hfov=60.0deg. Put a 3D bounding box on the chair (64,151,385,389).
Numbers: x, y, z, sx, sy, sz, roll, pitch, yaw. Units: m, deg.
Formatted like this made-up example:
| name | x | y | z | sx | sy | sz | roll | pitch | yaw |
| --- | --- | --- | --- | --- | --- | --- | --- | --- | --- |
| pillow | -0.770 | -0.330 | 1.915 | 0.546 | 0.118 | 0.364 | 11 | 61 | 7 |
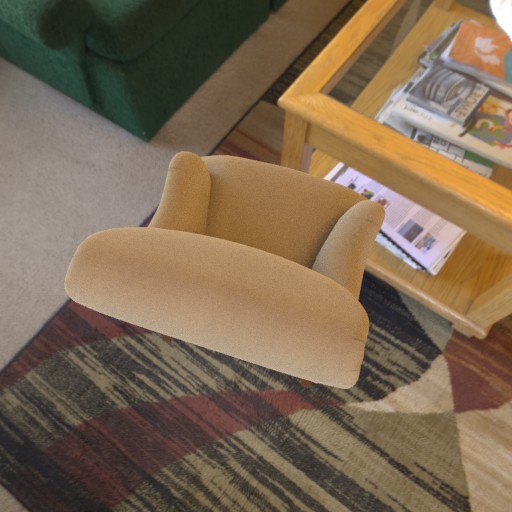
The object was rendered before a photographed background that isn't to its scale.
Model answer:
| name | x | y | z | sx | sy | sz | roll | pitch | yaw |
| --- | --- | --- | --- | --- | --- | --- | --- | --- | --- |
| chair | 0.000 | 0.000 | 1.549 | 0.766 | 0.942 | 0.842 | 16 | 67 | 7 |
